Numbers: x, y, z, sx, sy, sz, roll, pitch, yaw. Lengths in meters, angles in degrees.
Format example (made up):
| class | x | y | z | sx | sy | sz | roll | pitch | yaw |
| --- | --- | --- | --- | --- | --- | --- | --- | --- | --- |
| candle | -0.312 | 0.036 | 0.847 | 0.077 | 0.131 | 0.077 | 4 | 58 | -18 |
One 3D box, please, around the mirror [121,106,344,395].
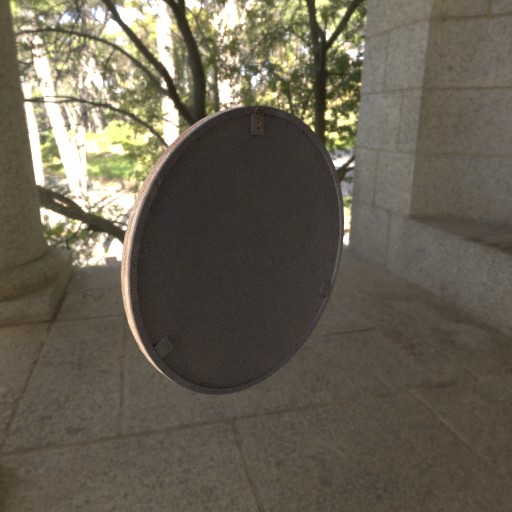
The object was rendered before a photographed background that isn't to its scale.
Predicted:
| class | x | y | z | sx | sy | sz | roll | pitch | yaw |
| --- | --- | --- | --- | --- | --- | --- | --- | --- | --- |
| mirror | 0.000 | 0.000 | 1.108 | 0.710 | 0.710 | 0.038 | -15 | 23 | -42 |
